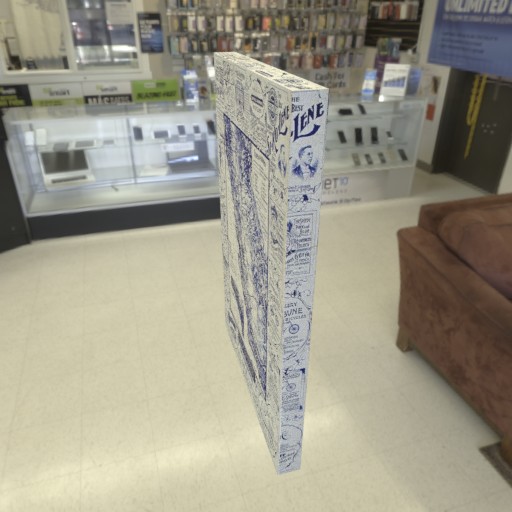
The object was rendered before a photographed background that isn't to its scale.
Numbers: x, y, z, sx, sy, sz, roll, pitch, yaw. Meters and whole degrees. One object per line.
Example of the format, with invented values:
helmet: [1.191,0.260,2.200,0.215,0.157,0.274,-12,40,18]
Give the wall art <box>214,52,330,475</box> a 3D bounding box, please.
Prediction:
wall art: [0.000,0.000,0.756,0.040,0.601,0.408,-8,31,-13]
